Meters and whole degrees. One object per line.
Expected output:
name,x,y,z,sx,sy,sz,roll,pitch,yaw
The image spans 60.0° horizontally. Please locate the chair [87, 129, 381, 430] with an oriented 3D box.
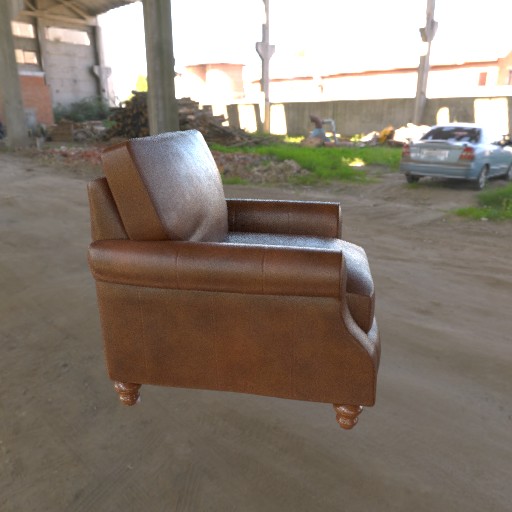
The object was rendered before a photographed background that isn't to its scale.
chair,0.000,0.000,1.791,0.992,0.972,0.989,3,17,9
